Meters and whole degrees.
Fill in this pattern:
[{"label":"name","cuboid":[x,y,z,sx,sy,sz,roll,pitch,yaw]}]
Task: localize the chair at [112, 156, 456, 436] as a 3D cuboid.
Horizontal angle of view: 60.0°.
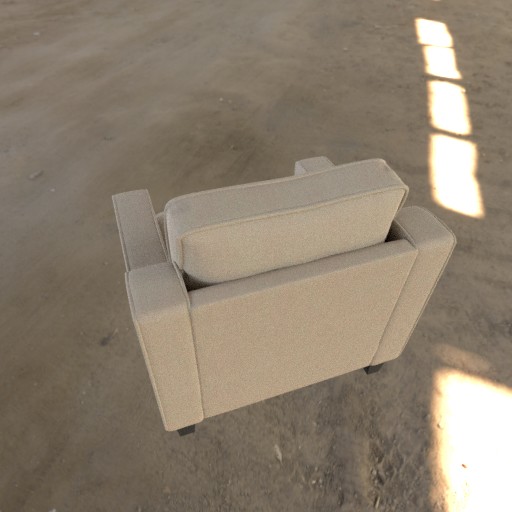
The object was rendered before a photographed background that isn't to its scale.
[{"label":"chair","cuboid":[0.000,0.000,1.655,0.922,0.948,0.882,-13,43,-15]}]
